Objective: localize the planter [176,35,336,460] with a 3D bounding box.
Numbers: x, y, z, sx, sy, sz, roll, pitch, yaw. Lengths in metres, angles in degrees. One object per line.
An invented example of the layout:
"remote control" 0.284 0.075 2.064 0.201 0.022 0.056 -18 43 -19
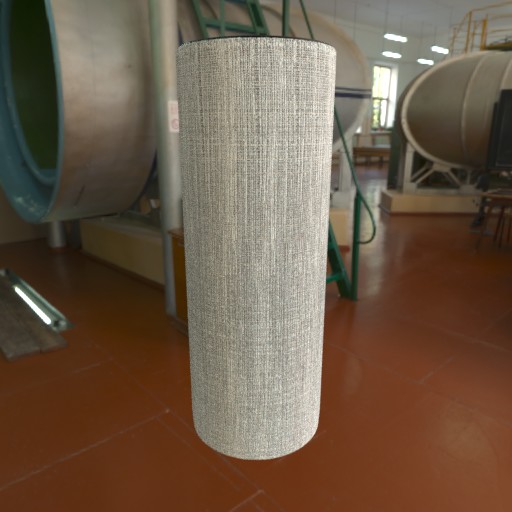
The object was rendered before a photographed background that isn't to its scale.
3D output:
"planter" 0.000 0.000 0.317 0.100 0.270 0.100 -2 17 -7
